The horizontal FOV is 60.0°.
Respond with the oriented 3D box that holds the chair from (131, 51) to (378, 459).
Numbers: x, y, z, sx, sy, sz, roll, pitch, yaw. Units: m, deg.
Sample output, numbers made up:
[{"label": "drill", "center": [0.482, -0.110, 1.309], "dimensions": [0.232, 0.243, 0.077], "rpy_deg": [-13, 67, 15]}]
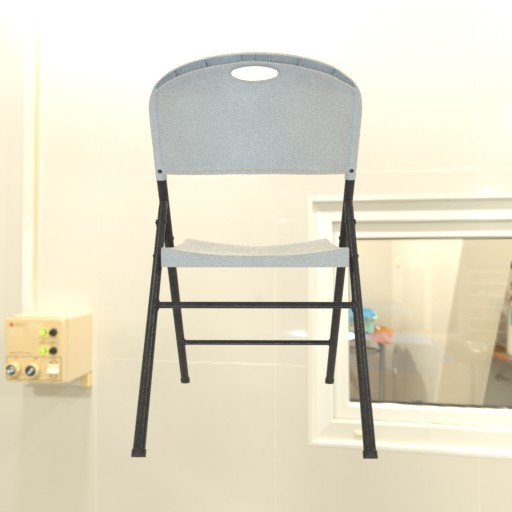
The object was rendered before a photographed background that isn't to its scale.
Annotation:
[{"label": "chair", "center": [0.000, 0.000, 1.148], "dimensions": [0.494, 0.810, 0.566], "rpy_deg": [0, 0, 1]}]
